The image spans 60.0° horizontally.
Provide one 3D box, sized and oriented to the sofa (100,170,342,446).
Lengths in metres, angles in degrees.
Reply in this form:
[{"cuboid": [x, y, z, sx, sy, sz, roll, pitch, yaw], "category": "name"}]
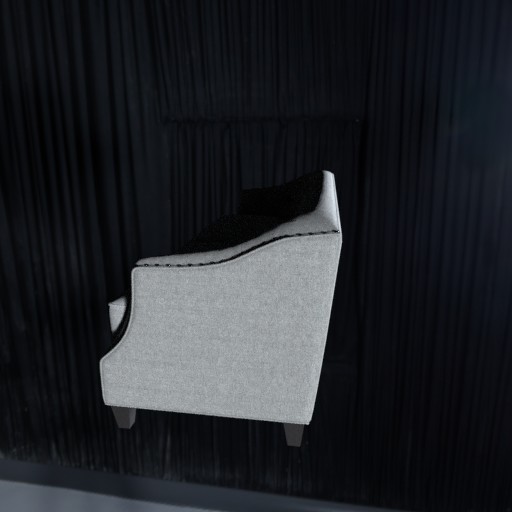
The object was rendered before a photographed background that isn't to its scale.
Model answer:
[{"cuboid": [0.000, 0.000, 2.663, 0.914, 0.901, 2.235, 2, 16, 9], "category": "sofa"}]
